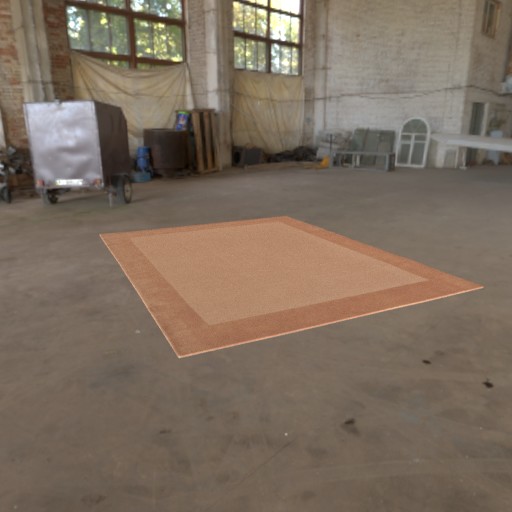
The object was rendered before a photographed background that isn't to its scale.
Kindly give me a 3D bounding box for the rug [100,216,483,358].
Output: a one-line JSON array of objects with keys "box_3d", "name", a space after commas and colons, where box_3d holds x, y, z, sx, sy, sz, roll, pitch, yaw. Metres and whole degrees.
[{"box_3d": [0.000, 0.000, 4.208, 2.431, 0.021, 3.057, -8, 18, -25], "name": "rug"}]
